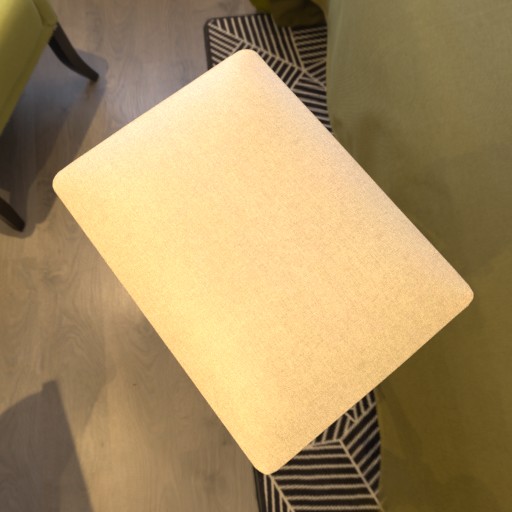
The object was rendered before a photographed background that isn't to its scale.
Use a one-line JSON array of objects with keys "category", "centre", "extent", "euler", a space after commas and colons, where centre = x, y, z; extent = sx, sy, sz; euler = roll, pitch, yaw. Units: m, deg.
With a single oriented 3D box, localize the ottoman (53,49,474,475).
[{"category": "ottoman", "centre": [0.000, 0.000, 1.208], "extent": [0.619, 0.504, 0.843], "euler": [-37, 79, -8]}]
